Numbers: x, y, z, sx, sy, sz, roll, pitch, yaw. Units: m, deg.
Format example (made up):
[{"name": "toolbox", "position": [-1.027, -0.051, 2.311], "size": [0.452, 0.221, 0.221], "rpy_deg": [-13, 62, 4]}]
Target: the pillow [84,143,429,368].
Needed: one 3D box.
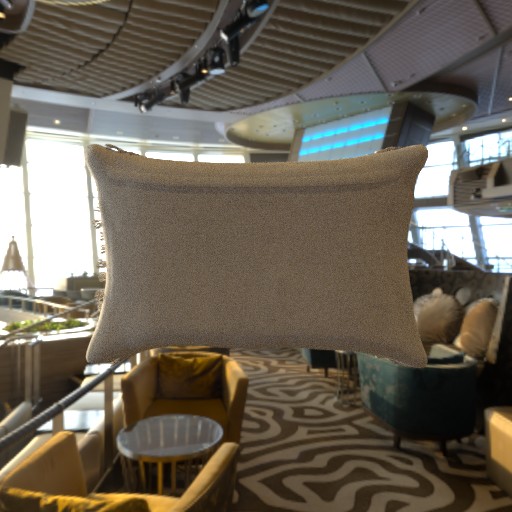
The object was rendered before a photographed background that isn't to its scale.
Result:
[{"name": "pillow", "position": [0.000, 0.000, 0.600], "size": [0.466, 0.305, 0.084], "rpy_deg": [0, 0, 0]}]
